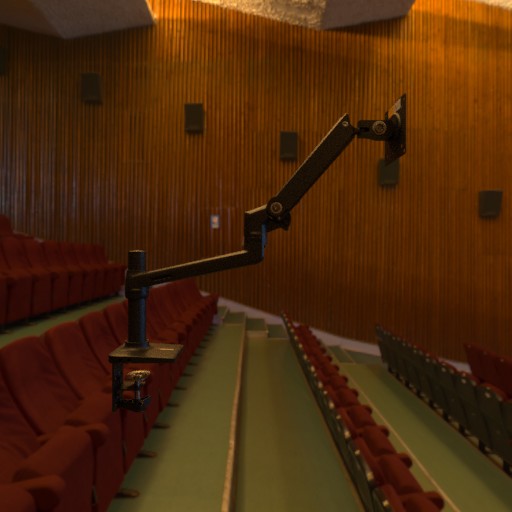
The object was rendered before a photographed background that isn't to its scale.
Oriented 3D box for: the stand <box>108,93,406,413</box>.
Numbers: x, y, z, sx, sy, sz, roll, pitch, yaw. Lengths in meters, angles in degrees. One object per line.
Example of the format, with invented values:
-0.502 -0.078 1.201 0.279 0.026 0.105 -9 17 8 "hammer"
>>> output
0.000 0.000 1.032 0.650 0.713 0.152 0 0 -1 "stand"
